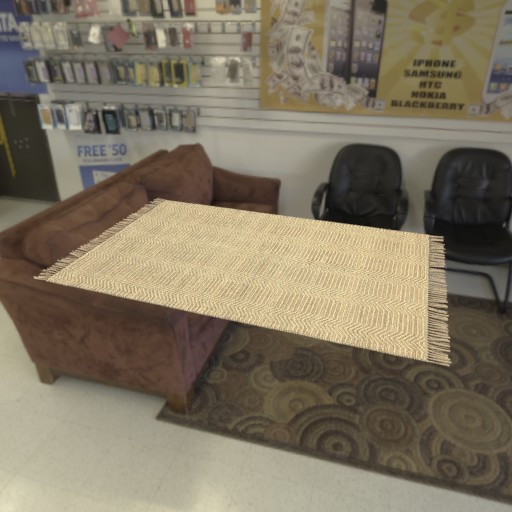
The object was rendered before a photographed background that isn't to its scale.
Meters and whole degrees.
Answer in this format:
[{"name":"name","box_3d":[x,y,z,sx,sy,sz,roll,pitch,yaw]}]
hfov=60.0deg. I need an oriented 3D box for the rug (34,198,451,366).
[{"name":"rug","box_3d":[0.000,0.000,3.111,2.523,0.034,1.528,9,29,17]}]
